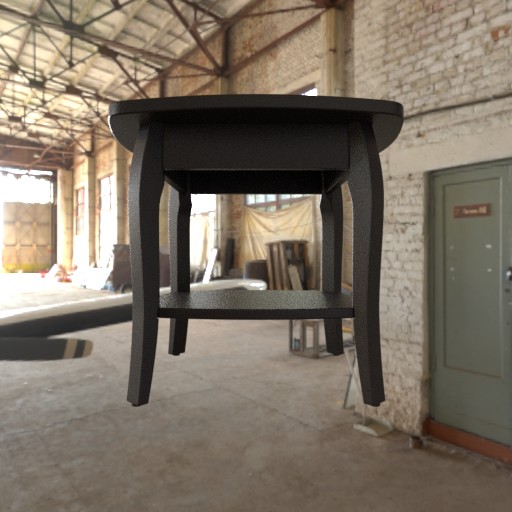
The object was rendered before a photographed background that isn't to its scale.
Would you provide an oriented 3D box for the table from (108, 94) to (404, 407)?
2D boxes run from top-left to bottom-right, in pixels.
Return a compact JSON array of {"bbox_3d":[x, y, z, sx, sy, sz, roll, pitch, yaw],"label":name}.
[{"bbox_3d":[0.000,0.000,0.849,0.508,0.457,0.457,0,0,0],"label":"table"}]
